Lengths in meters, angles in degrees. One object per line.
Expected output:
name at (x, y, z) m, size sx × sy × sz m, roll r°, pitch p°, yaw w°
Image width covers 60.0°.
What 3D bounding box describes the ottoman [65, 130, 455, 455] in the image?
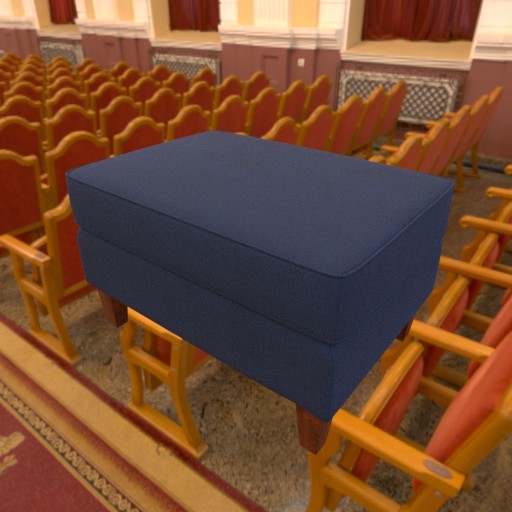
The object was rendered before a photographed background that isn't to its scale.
ottoman at (0.000, 0.000, 1.400) m, size 0.965 × 0.584 × 0.686 m, roll 21°, pitch 36°, yaw 33°
